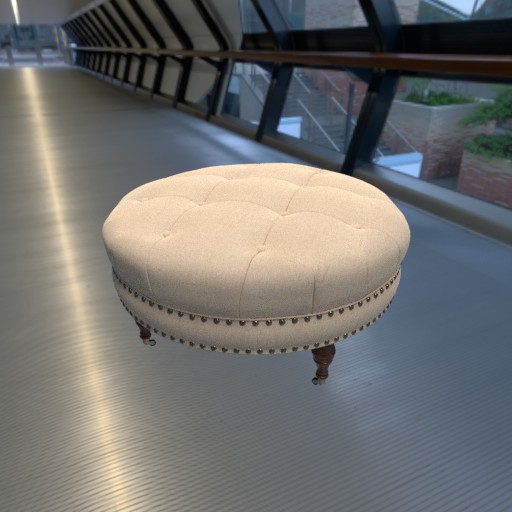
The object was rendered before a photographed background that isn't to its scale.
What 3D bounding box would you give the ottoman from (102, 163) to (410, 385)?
[{"bbox_3d":[0.000,0.000,1.472,0.940,0.483,0.940,0,26,0],"label":"ottoman"}]
